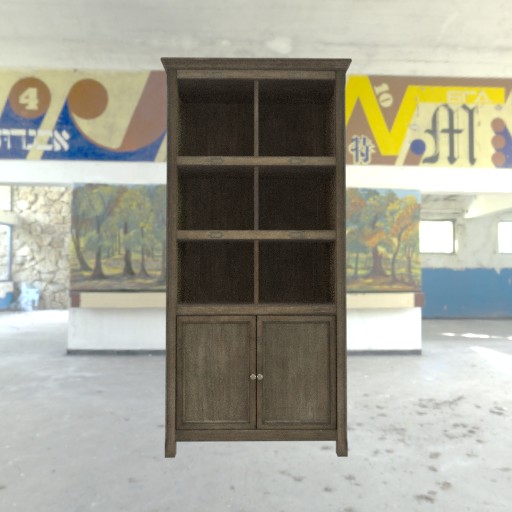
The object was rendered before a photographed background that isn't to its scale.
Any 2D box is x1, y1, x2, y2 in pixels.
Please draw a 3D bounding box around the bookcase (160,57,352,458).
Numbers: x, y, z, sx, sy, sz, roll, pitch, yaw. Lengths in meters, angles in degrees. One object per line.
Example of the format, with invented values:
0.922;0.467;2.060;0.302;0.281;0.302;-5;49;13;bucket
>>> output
0.000;0.000;2.243;0.906;1.880;0.348;0;-2;-1;bookcase
